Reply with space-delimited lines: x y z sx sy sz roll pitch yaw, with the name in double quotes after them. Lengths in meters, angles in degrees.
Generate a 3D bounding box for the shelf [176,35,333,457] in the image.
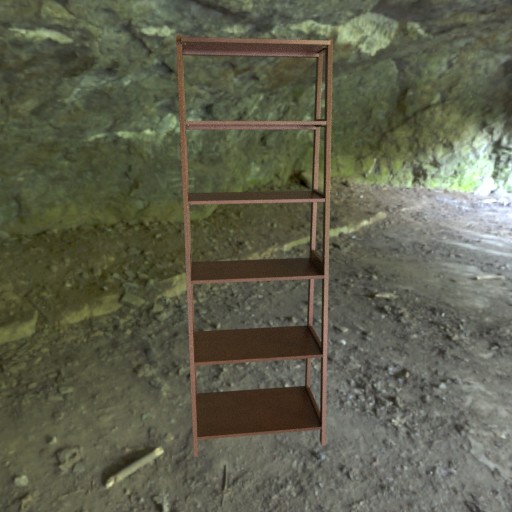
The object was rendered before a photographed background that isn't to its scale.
0.000 0.000 2.102 0.660 1.892 0.382 -2 16 -7 "shelf"
